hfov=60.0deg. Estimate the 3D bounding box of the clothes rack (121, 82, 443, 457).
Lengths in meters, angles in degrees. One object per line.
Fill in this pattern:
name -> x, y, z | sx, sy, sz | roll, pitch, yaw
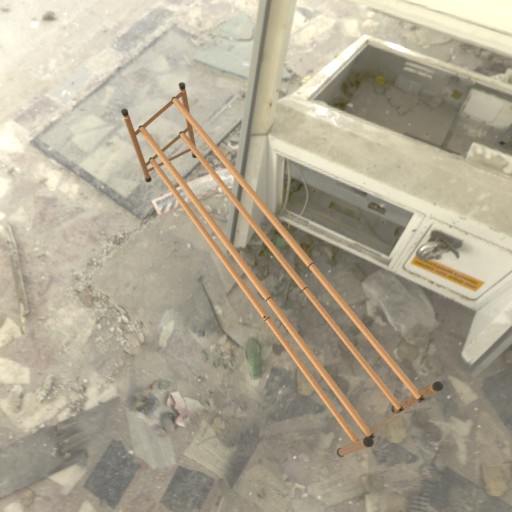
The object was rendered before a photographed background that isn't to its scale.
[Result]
clothes rack -> 0.000, 0.000, 1.332 | 0.229, 0.349, 1.168 | -31, 67, -15
